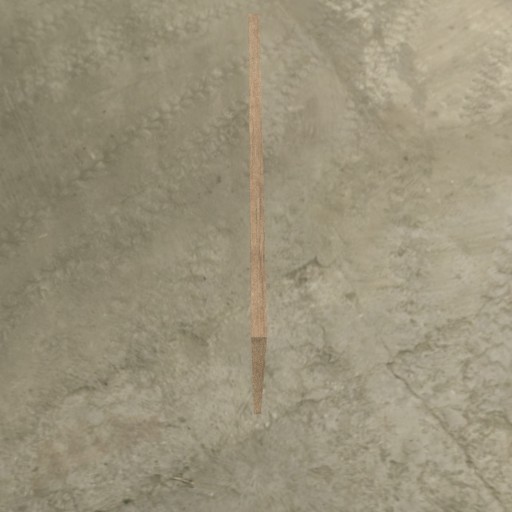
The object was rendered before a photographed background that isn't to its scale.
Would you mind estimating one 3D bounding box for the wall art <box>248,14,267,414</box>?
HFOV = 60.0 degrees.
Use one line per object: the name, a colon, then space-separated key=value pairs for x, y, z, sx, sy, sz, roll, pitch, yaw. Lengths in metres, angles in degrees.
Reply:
wall art: x=0.000 y=0.000 z=0.905 sx=0.018 sy=0.686 sz=0.534 roll=-1 pitch=64 yaw=0
